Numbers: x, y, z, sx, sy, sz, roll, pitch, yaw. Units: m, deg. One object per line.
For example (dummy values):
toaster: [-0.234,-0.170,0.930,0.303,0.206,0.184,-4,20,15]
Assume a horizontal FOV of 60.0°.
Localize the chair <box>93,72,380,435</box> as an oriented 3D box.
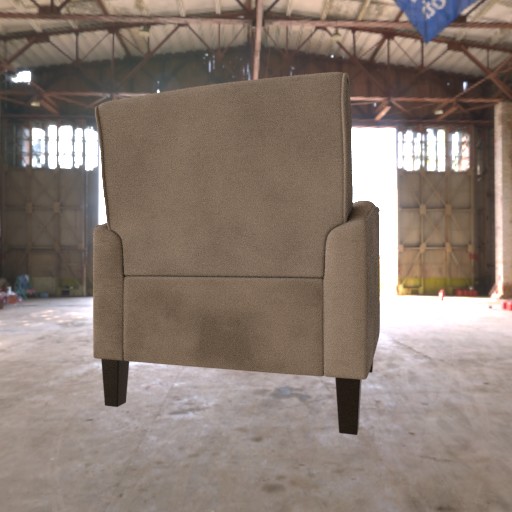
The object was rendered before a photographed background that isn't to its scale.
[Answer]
chair: [0.000,0.000,1.553,0.820,0.915,0.821,0,-1,18]
